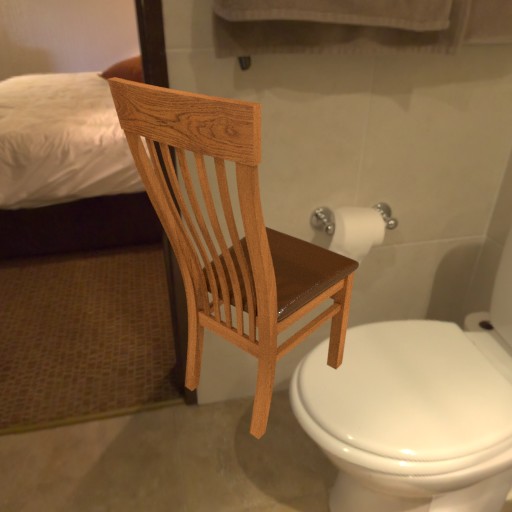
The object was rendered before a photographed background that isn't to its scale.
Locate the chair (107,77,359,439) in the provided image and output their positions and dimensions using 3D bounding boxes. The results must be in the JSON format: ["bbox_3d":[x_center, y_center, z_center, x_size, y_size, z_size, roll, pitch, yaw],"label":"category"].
[{"bbox_3d":[0.000,0.000,1.367,0.450,1.050,0.580,23,38,34],"label":"chair"}]
